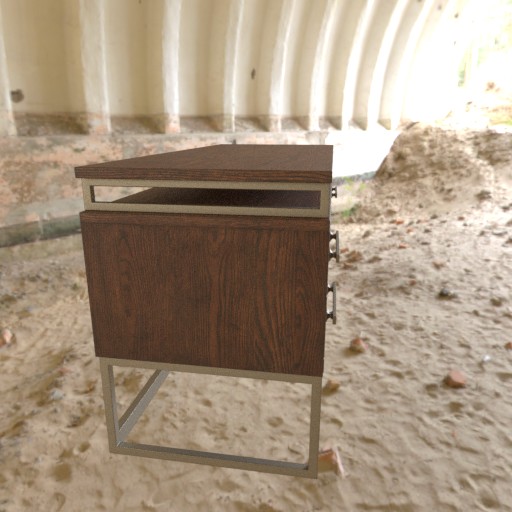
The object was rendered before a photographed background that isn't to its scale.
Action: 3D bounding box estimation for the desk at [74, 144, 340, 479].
[{"bbox_3d":[0.000,0.000,1.729,0.610,0.792,1.384,3,17,9],"label":"desk"}]
